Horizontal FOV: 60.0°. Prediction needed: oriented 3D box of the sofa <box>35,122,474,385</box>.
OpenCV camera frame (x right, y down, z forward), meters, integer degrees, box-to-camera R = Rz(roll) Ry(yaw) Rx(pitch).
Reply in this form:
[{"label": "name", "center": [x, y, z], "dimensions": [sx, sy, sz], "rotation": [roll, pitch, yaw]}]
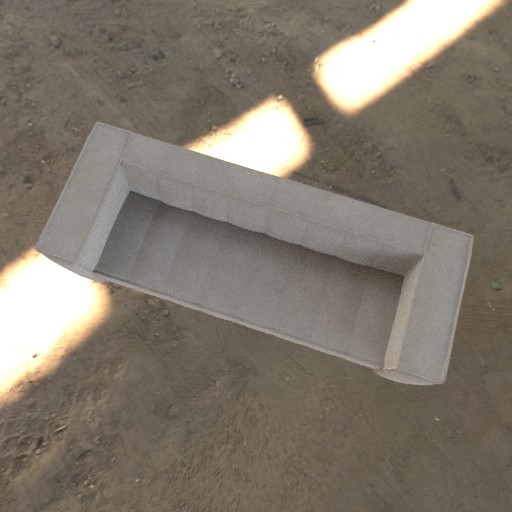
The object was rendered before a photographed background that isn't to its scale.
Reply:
[{"label": "sofa", "center": [0.000, 0.000, 3.148], "dimensions": [2.697, 0.680, 1.038], "rotation": [18, 76, 4]}]
